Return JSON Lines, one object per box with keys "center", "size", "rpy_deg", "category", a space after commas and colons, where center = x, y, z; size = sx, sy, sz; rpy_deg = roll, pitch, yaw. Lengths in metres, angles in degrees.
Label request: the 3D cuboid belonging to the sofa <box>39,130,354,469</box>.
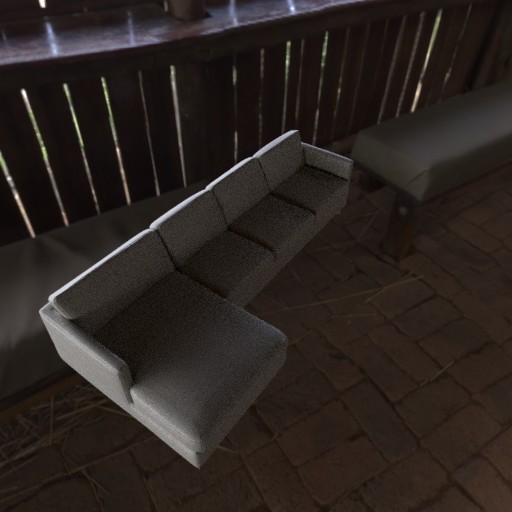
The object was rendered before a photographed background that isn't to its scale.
{"center": [0.000, 0.000, 3.870], "size": [1.502, 0.876, 3.201], "rpy_deg": [26, 49, 26], "category": "sofa"}
